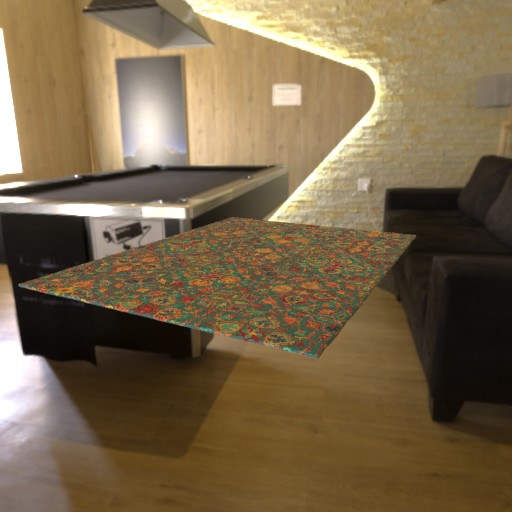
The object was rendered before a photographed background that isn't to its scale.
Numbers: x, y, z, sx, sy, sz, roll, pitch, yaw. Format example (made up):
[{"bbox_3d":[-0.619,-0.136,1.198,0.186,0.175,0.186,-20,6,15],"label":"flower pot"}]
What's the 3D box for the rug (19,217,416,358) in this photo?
[{"bbox_3d":[0.000,0.000,4.212,2.434,0.025,3.204,8,17,27],"label":"rug"}]
